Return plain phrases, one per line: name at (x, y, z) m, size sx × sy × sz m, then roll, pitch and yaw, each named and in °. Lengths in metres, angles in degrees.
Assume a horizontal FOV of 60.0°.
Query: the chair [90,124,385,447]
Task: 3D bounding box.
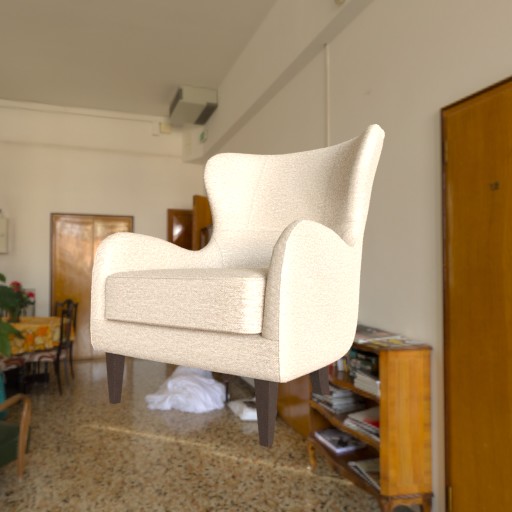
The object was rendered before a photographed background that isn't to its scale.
chair at (0.000, 0.000, 1.760) m, size 0.861 × 1.064 × 0.984 m, roll -1°, pitch -2°, yaw 35°
